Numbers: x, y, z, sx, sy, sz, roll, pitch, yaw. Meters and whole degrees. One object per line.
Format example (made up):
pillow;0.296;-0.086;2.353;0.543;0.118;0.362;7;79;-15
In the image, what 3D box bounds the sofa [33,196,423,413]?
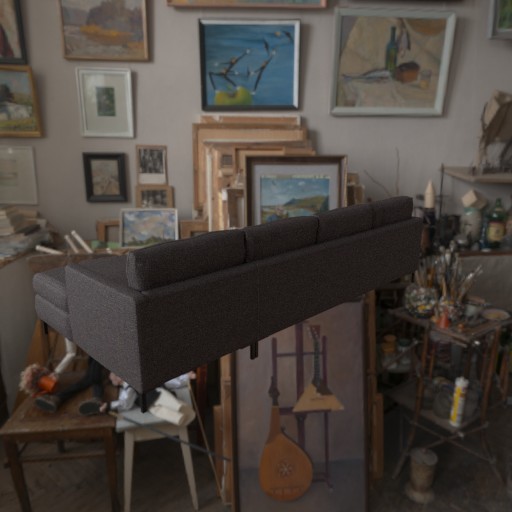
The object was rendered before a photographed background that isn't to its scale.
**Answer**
sofa;0.000;0.000;3.829;3.221;0.892;1.483;-15;21;-42
